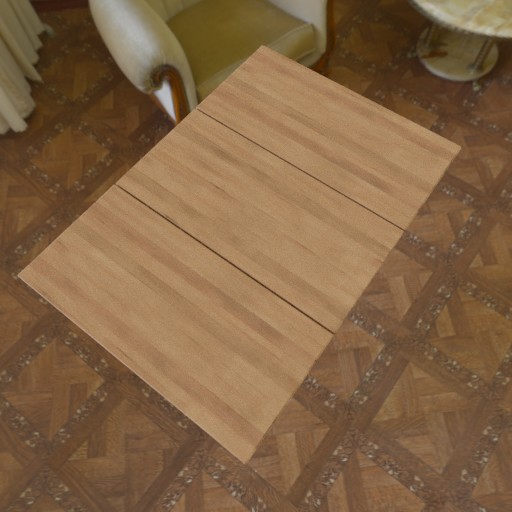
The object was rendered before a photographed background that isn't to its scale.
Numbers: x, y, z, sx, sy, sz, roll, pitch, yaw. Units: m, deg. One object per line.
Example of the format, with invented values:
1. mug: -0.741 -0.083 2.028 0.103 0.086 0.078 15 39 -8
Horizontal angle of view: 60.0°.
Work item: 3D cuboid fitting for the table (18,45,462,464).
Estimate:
1. table: 0.000 0.000 1.843 0.900 0.770 1.300 34 69 15
